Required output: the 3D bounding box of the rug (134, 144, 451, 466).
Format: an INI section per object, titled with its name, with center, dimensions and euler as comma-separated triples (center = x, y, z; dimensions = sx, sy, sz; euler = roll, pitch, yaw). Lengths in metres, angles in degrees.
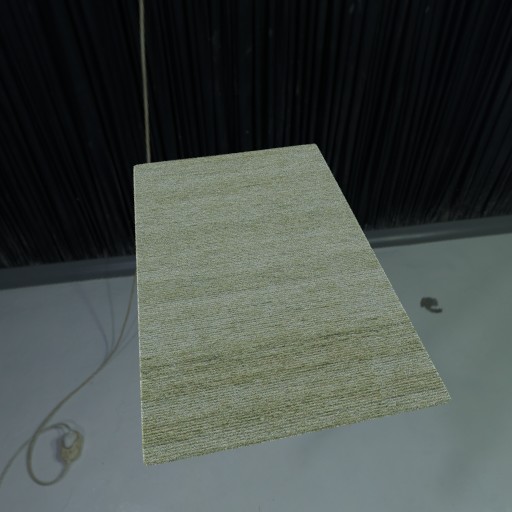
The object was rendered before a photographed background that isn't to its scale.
[rug]
center = 0.000, 0.000, 2.164
dimensions = 1.143, 0.010, 1.758
euler = -9, 48, -8
